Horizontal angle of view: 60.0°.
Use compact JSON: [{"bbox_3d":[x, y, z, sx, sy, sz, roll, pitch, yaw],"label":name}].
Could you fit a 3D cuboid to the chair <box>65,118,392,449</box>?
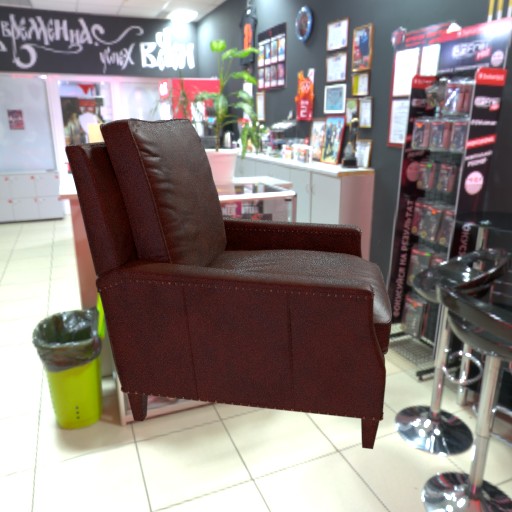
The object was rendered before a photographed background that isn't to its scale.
[{"bbox_3d":[0.000,0.000,1.774,1.035,1.054,0.854,3,17,10],"label":"chair"}]
